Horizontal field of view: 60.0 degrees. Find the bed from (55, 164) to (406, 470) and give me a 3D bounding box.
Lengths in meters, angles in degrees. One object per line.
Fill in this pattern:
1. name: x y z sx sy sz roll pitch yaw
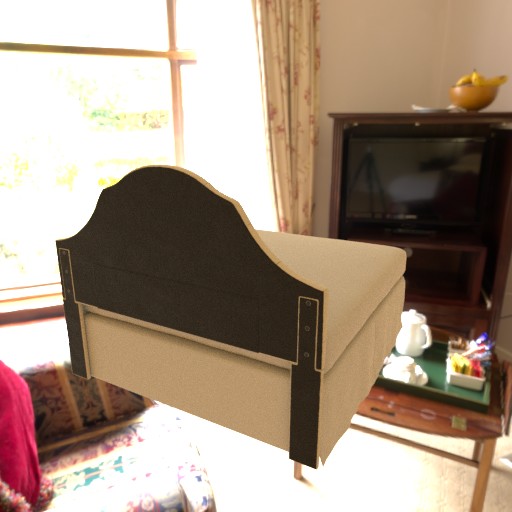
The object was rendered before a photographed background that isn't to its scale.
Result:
1. bed: 0.000 0.000 3.453 2.012 1.555 2.086 9 19 28
